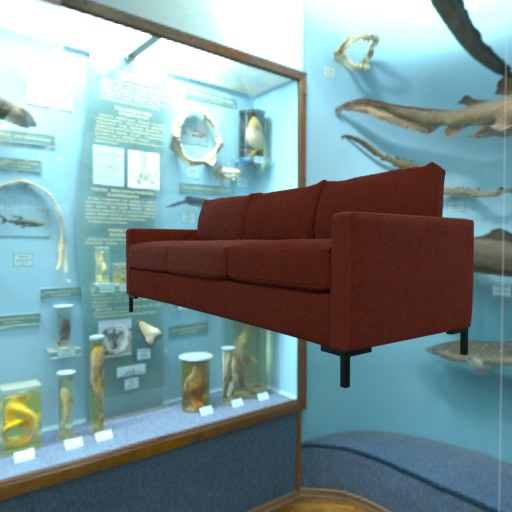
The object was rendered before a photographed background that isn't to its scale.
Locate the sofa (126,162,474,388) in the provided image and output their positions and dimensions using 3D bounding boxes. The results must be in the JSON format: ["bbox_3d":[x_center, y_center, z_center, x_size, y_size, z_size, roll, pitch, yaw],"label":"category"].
[{"bbox_3d":[0.000,0.000,2.674,0.875,0.879,2.252,-1,2,-36],"label":"sofa"}]
